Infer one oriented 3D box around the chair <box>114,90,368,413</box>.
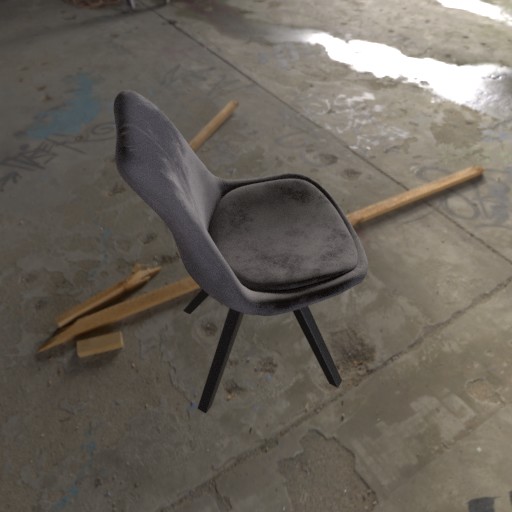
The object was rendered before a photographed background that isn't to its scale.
[{"bbox_3d":[0.000,0.000,1.176,0.550,0.850,0.476,-10,47,-9],"label":"chair"}]
